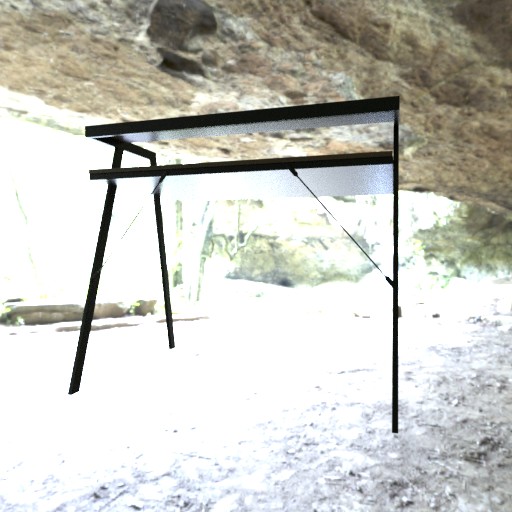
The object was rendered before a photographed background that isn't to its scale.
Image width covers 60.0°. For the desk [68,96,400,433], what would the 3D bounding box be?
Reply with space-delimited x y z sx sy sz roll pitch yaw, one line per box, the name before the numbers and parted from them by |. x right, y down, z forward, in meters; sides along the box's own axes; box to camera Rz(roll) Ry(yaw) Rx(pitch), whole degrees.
desk | 0.000 0.000 1.878 1.143 0.998 0.936 0 1 17
